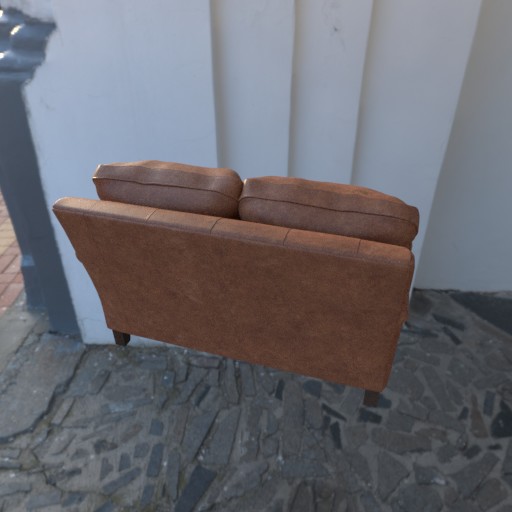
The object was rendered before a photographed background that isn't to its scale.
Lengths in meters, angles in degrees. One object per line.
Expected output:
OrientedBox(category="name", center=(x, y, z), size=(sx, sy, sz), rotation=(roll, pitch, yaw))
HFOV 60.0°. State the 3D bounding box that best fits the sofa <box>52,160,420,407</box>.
OrientedBox(category="sofa", center=(0.000, 0.000, 2.258), size=(1.527, 1.004, 1.077), rotation=(10, 34, 15))
